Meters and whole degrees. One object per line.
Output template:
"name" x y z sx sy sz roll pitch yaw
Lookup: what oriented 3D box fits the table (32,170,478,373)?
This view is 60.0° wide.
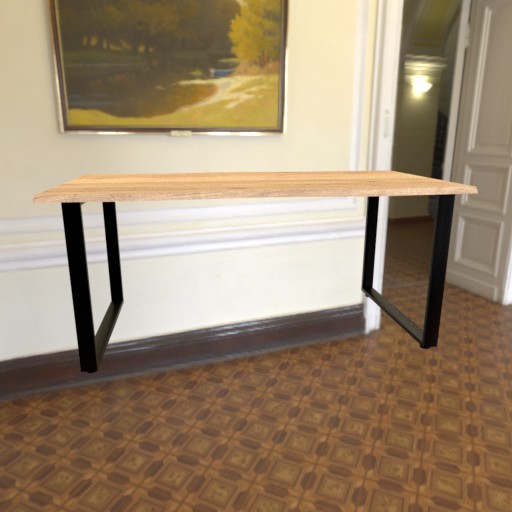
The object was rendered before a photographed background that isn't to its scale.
"table" 0.000 0.000 2.287 1.800 0.780 0.900 -2 16 -8
